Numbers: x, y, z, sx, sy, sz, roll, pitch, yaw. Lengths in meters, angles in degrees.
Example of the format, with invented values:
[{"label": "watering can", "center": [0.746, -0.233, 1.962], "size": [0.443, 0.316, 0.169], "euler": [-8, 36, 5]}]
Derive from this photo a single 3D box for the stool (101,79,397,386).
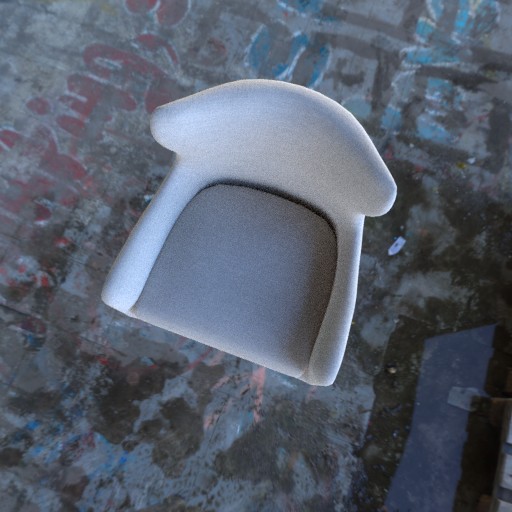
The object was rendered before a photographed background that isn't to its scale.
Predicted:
[{"label": "stool", "center": [0.000, 0.000, 1.422], "size": [0.615, 0.987, 0.637], "euler": [19, 76, 5]}]
